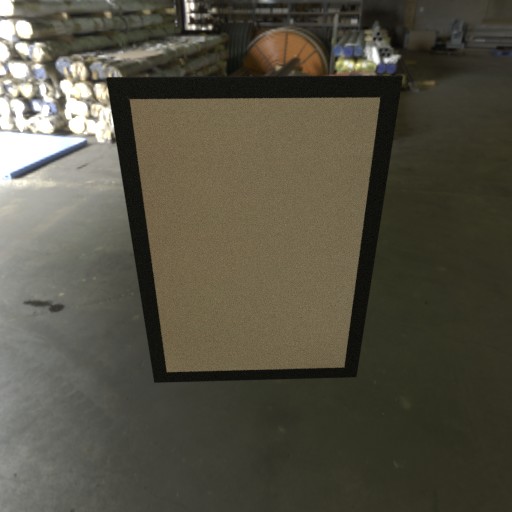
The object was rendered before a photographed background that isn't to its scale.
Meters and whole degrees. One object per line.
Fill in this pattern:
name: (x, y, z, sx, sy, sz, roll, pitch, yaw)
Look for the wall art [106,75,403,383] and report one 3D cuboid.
wall art: (0.000, 0.000, 0.700, 0.379, 0.530, 0.008, -1, 30, -2)
